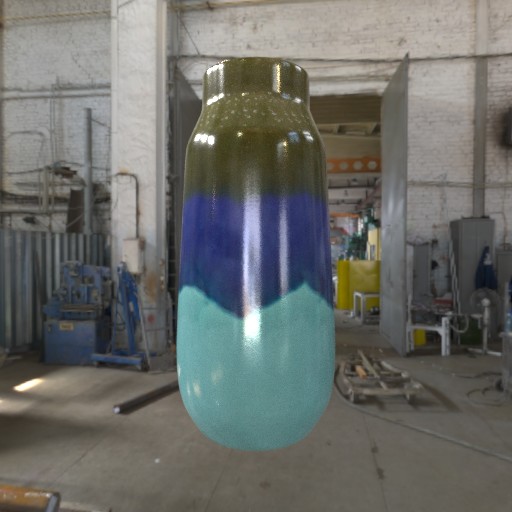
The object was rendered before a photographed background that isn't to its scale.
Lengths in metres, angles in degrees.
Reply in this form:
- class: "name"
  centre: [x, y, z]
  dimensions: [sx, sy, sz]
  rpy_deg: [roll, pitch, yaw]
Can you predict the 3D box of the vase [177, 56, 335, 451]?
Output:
- class: "vase"
  centre: [0.000, 0.000, 0.391]
  dimensions: [0.139, 0.313, 0.139]
  rpy_deg: [0, 1, 0]
